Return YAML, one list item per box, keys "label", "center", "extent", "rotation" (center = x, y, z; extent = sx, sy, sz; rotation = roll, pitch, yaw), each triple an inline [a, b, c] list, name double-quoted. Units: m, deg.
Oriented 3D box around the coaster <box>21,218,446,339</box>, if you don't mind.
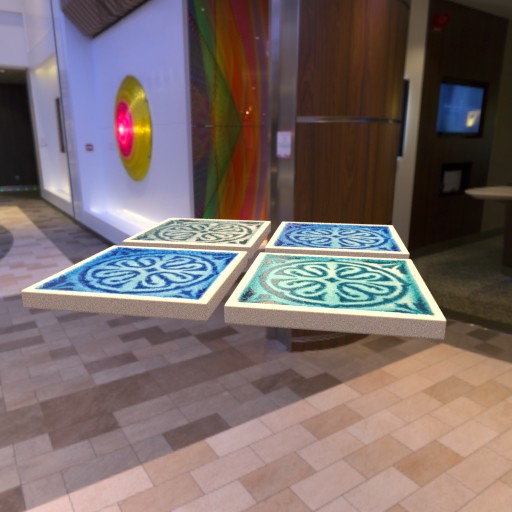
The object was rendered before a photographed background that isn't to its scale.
- label: "coaster"
  center: [0.000, 0.000, 0.321]
  extent: [0.214, 0.010, 0.219]
  rotation: [3, 15, 10]
